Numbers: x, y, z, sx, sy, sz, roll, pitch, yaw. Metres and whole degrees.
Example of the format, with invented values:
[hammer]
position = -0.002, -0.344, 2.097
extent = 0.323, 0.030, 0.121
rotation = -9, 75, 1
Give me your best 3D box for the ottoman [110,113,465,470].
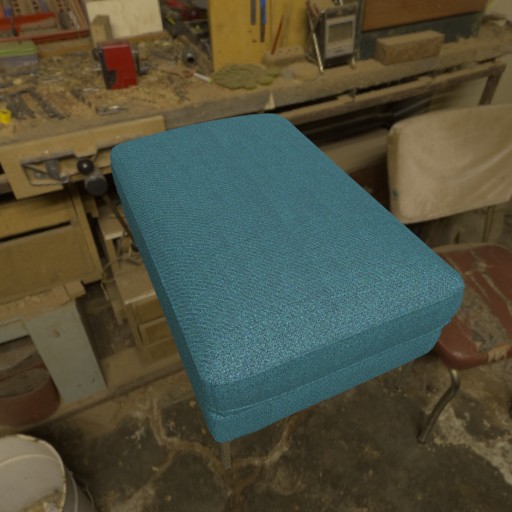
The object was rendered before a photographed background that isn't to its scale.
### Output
[ottoman]
position = 0.000, 0.000, 1.180
extent = 0.563, 0.498, 0.856
rotation = -17, 46, -18
